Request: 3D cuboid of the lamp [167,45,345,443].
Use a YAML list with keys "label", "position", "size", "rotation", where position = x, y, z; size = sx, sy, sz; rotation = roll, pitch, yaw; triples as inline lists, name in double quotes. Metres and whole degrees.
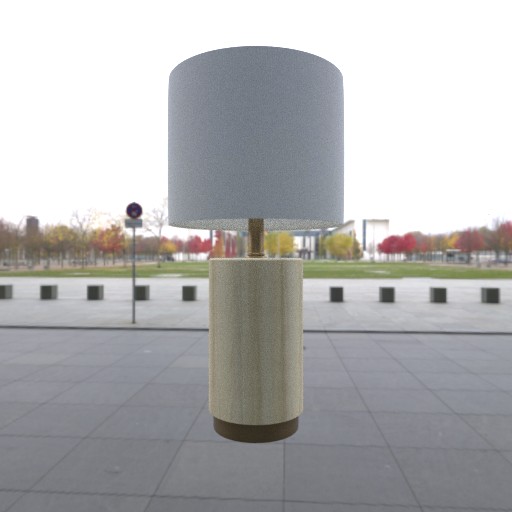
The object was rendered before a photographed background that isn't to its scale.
- label: "lamp"
  position: [0.000, 0.000, 0.581]
  size: [0.228, 0.444, 0.228]
  rotation: [0, 0, 19]
